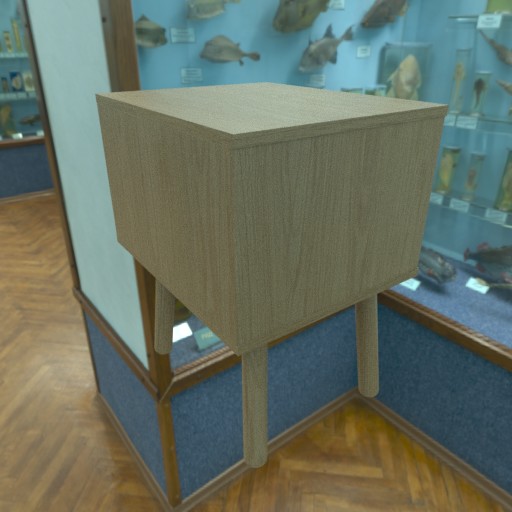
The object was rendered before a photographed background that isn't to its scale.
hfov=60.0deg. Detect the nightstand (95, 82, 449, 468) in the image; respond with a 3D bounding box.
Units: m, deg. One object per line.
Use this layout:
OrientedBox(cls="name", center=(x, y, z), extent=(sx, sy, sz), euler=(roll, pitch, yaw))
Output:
OrientedBox(cls="nightstand", center=(0.000, 0.000, 0.848), extent=(0.380, 0.571, 0.450), euler=(-18, 31, -31))
